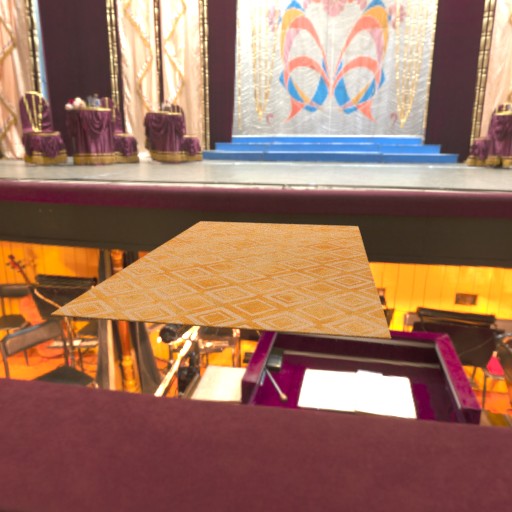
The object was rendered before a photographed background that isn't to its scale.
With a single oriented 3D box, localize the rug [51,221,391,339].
[{"bbox_3d":[0.000,0.000,3.058,1.511,0.010,2.424,2,15,9],"label":"rug"}]
